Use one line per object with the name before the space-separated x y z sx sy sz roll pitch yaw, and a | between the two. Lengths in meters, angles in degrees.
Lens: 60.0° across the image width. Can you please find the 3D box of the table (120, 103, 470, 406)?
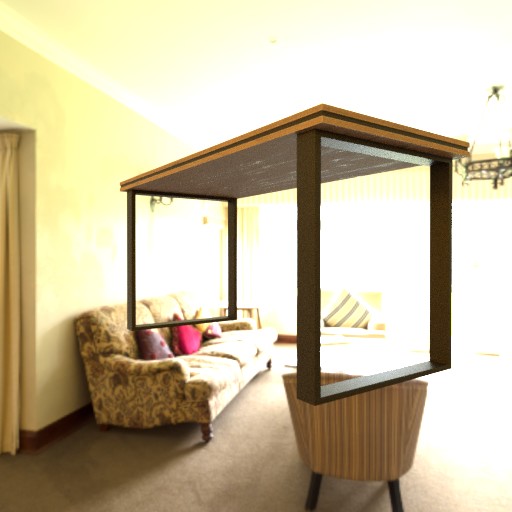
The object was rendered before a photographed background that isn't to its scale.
table | 0.000 0.000 2.237 0.795 0.899 1.778 0 1 -35
